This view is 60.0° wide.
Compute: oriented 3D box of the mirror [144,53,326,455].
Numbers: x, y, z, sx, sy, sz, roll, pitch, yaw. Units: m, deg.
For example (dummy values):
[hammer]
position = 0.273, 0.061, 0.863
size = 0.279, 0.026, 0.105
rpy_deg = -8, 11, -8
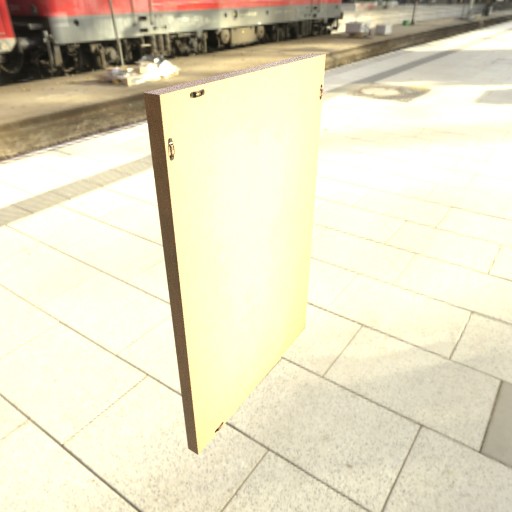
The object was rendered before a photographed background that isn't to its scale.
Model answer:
[mirror]
position = 0.000, 0.000, 1.164
size = 0.040, 0.915, 0.609
rpy_deg = 19, 36, 28
